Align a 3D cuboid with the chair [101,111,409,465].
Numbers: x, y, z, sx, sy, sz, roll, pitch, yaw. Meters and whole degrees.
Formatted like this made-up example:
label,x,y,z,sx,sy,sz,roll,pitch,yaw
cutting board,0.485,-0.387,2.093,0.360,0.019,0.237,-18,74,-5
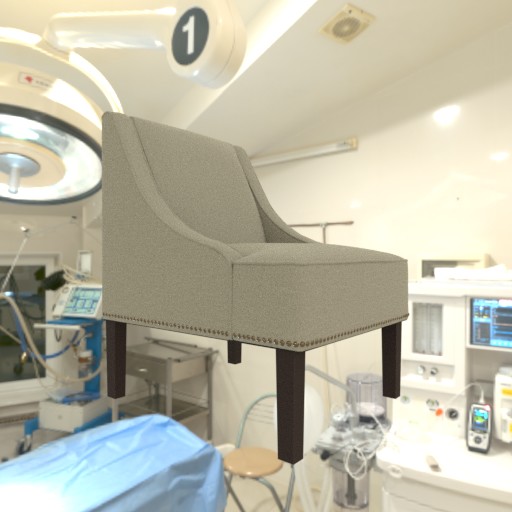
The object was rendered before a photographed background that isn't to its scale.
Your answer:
label,x,y,z,sx,sy,sz,roll,pitch,yaw
chair,0.000,0.000,1.340,0.737,0.864,0.610,0,0,39
